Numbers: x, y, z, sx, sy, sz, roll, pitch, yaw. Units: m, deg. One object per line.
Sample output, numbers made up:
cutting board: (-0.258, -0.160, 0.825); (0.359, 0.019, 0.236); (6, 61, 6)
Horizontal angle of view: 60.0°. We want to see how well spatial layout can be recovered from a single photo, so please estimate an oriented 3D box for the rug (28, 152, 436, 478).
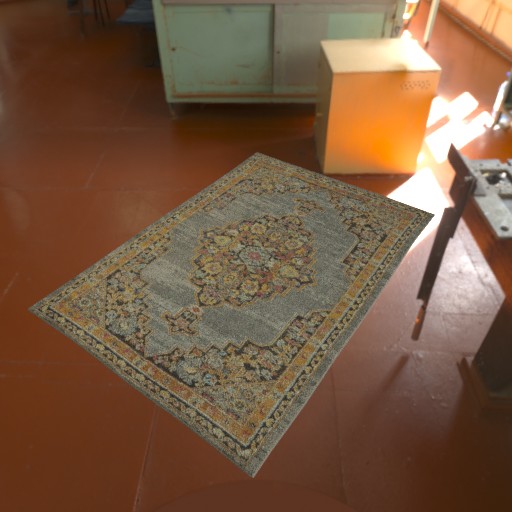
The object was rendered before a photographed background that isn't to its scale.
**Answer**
rug: (0.000, 0.000, 3.874); (2.158, 0.024, 3.063); (25, 47, 26)
